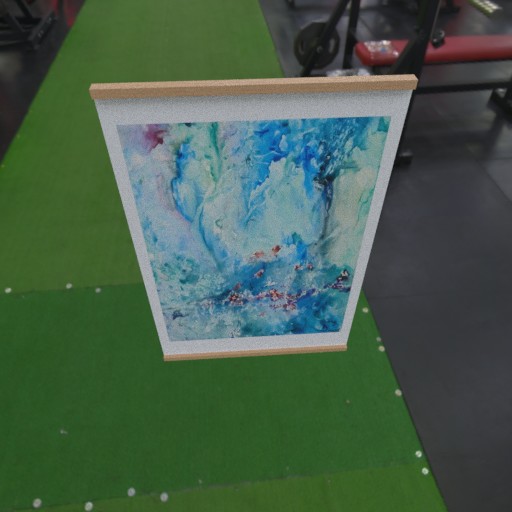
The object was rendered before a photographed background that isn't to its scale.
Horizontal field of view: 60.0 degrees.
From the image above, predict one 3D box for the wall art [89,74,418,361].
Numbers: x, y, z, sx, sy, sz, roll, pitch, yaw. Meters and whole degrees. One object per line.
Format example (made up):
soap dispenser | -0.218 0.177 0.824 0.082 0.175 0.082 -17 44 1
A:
wall art | 0.000 0.000 0.637 0.335 0.510 0.013 -3 46 -3
